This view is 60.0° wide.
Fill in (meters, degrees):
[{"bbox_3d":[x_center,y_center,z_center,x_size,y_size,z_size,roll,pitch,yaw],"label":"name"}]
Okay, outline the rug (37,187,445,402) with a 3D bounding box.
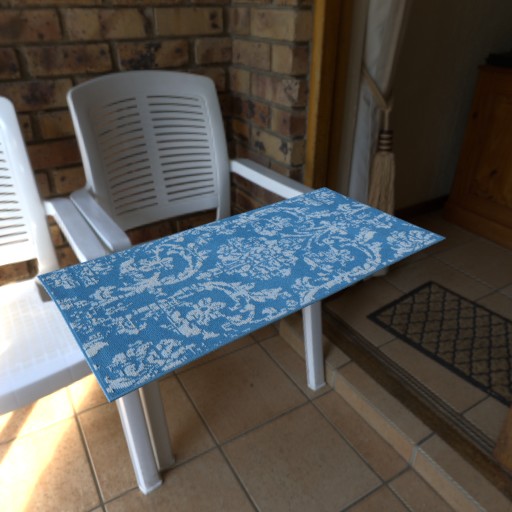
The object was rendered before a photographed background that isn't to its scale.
[{"bbox_3d":[0.000,0.000,1.452,1.219,0.007,0.604,-21,36,-31],"label":"rug"}]
